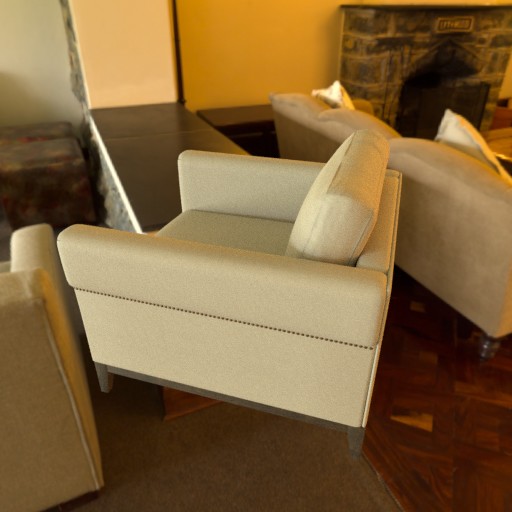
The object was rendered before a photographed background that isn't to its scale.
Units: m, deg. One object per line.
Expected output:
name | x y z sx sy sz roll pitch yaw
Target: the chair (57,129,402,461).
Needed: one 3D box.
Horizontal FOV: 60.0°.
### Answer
chair | 0.000 0.000 1.662 0.959 0.838 0.914 9 32 15
